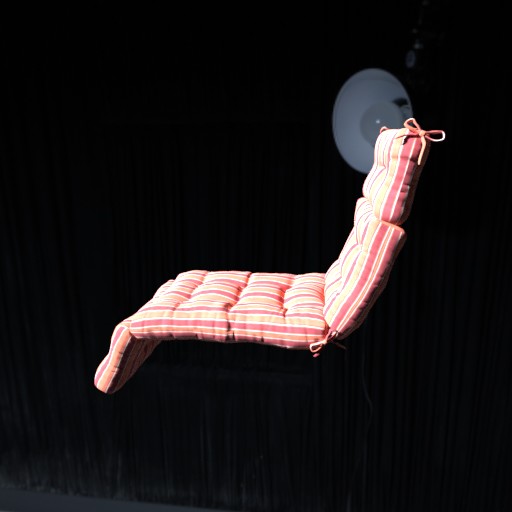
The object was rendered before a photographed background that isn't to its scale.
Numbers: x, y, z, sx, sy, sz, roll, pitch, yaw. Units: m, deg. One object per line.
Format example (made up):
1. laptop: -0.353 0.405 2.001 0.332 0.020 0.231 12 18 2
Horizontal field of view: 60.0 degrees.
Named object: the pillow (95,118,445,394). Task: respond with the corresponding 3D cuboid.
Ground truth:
1. pillow: 0.000 0.000 1.490 1.016 0.863 0.526 2 15 9
